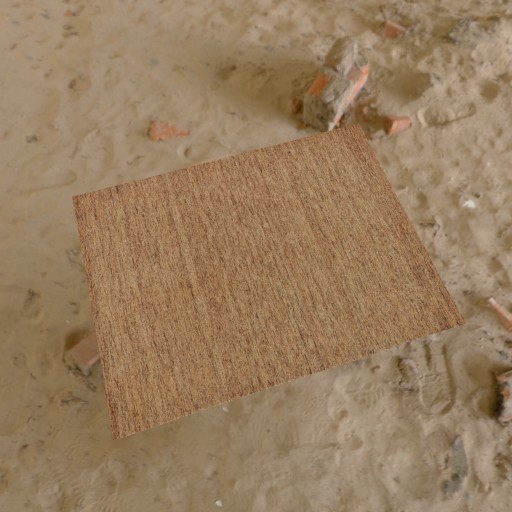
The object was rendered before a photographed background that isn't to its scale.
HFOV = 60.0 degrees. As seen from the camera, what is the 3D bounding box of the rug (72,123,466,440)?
[{"bbox_3d":[0.000,0.000,4.286,3.200,0.012,2.438,-16,66,-7],"label":"rug"}]
